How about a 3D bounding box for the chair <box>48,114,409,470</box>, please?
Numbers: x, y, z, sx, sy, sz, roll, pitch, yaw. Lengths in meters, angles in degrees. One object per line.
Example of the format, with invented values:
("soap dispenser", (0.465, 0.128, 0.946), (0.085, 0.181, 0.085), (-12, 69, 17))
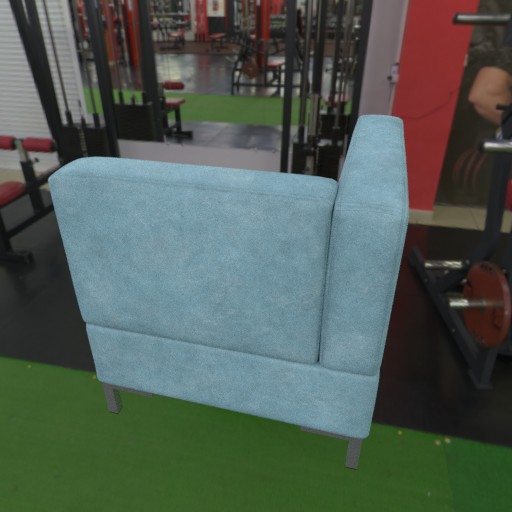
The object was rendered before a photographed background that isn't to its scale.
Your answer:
("chair", (0.000, 0.000, 1.186), (0.684, 0.660, 0.691), (8, 31, 13))
